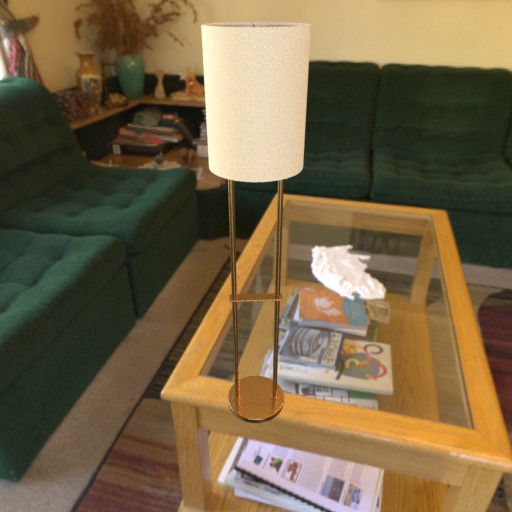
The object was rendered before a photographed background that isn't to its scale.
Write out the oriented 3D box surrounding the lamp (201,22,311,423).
[{"bbox_3d":[0.000,0.000,1.618,0.306,1.500,0.305,-1,30,-3],"label":"lamp"}]
